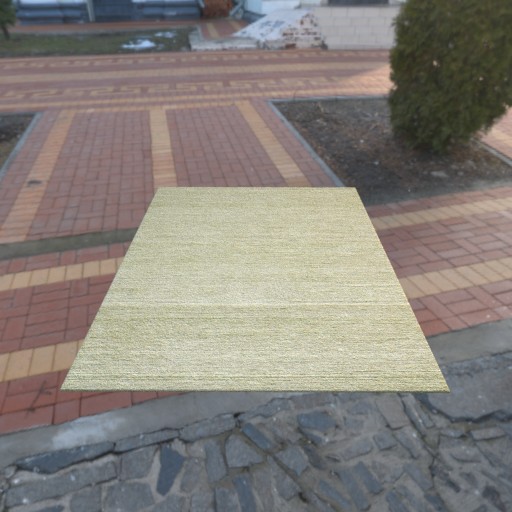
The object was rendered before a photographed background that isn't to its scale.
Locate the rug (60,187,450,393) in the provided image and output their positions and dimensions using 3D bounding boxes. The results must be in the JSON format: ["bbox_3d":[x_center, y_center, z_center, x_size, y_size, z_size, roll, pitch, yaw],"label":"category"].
[{"bbox_3d":[0.000,0.000,4.108,2.425,0.016,3.198,0,32,0],"label":"rug"}]
